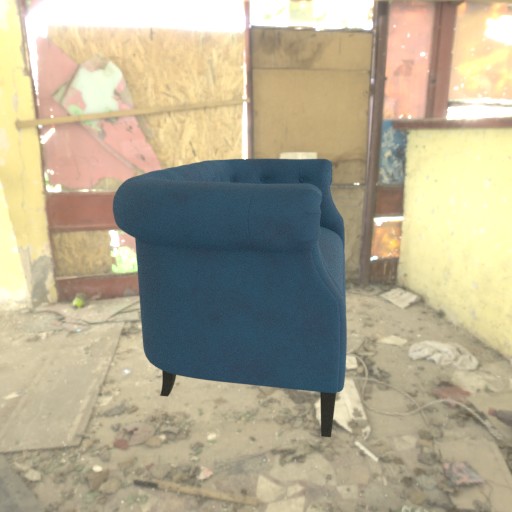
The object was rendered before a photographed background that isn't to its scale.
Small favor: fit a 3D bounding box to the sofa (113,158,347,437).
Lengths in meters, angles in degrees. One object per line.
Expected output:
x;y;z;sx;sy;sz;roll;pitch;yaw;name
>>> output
0.000;0.000;2.065;0.835;0.827;1.558;3;16;10;sofa
